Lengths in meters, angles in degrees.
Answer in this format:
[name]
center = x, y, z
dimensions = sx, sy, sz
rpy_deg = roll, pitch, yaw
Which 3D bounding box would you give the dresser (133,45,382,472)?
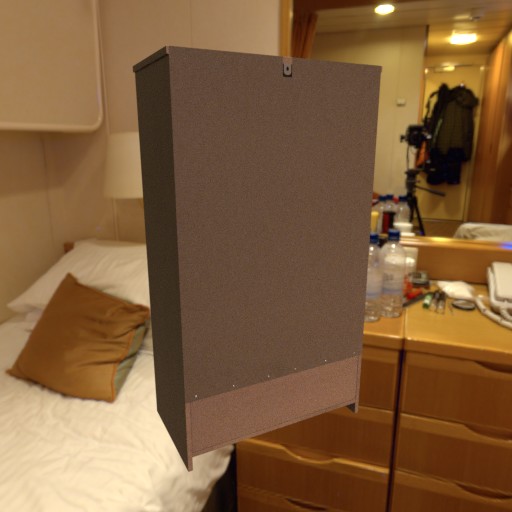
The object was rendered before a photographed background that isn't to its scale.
[dresser]
center = 0.000, 0.000, 1.580
dimensions = 0.704, 1.255, 0.399
rpy_deg = -8, 17, -27
